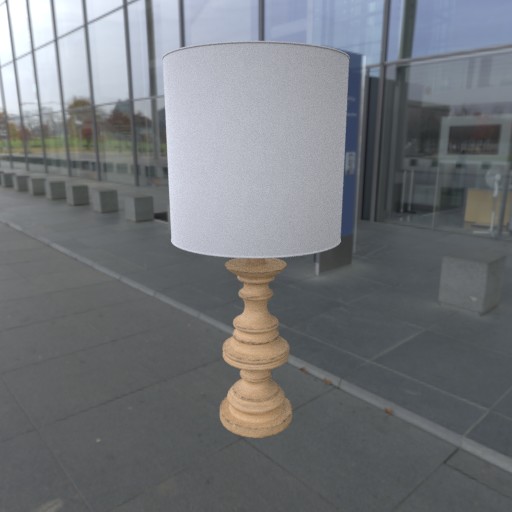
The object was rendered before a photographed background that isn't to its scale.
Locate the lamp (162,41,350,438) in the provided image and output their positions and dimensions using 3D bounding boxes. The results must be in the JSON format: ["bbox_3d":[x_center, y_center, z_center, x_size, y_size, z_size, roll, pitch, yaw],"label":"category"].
[{"bbox_3d":[0.000,0.000,0.559,0.208,0.455,0.208,-7,16,-26],"label":"lamp"}]
